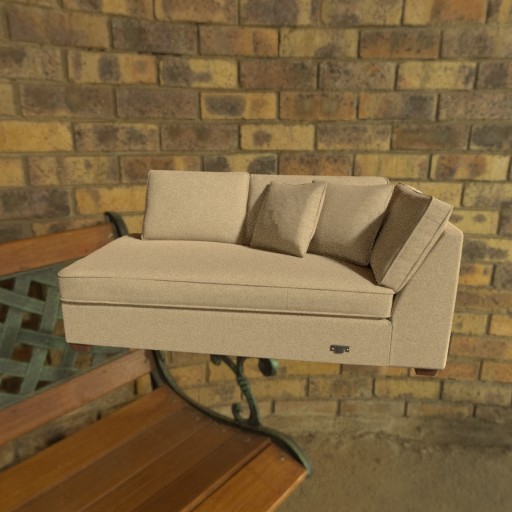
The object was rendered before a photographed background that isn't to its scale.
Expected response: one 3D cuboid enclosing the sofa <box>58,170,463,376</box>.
[{"bbox_3d":[0.000,0.000,2.903,2.237,1.033,1.110,2,16,8],"label":"sofa"}]
